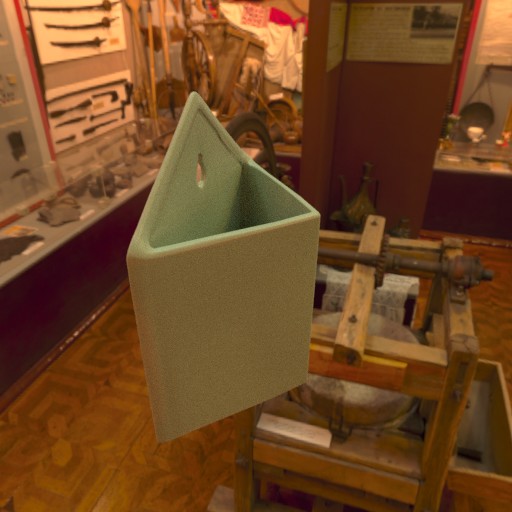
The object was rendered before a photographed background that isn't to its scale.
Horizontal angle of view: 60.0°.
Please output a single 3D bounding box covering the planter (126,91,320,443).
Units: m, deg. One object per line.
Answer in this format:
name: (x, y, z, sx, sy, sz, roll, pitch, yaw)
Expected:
planter: (0.000, 0.000, 0.286, 0.079, 0.197, 0.164, 10, 32, 17)
